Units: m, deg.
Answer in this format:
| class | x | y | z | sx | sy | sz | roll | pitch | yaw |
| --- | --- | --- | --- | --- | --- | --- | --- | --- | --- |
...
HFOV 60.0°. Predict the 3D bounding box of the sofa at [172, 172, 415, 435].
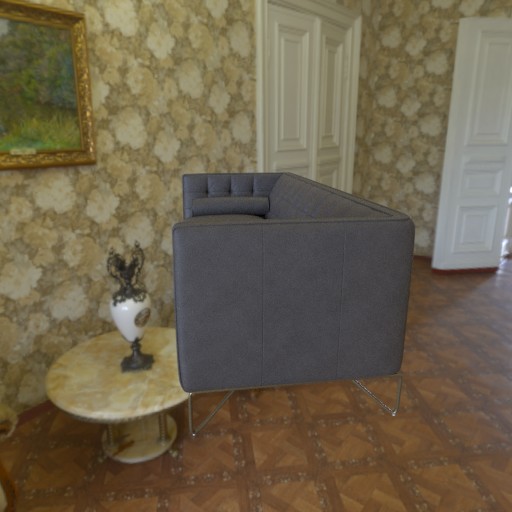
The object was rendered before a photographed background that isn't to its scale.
| class | x | y | z | sx | sy | sz | roll | pitch | yaw |
| --- | --- | --- | --- | --- | --- | --- | --- | --- | --- |
| sofa | 0.000 | 0.000 | 2.541 | 0.867 | 0.789 | 2.087 | -2 | 15 | -8 |
